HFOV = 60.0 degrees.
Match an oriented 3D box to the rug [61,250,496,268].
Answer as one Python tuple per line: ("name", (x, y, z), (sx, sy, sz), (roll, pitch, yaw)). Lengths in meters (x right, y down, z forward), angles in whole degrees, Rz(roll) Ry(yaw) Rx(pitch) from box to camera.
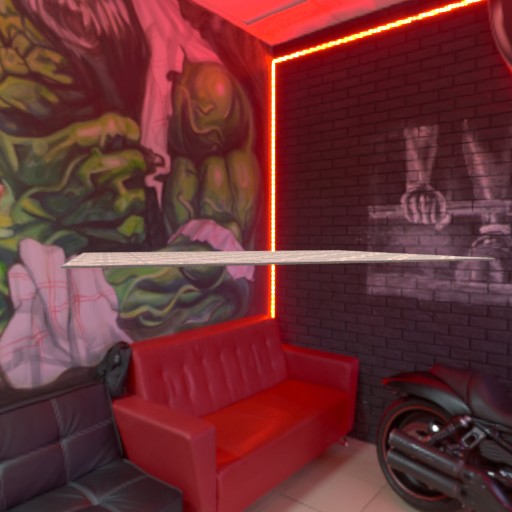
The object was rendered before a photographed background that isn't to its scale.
("rug", (0.000, 0.000, 3.825), (2.895, 0.018, 2.288), (-1, 2, -19))
